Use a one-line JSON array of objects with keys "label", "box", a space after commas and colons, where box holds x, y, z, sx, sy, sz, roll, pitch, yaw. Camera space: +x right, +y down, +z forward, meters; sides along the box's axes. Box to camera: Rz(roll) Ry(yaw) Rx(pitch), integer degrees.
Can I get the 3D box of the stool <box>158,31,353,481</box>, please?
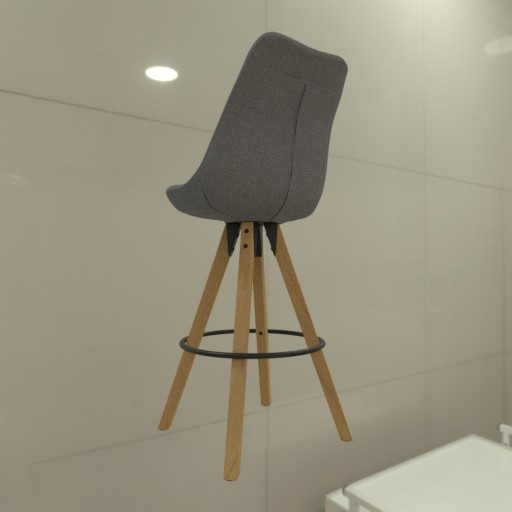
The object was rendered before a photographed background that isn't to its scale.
[{"label": "stool", "box": [0.000, 0.000, 1.379, 0.485, 1.115, 0.550, 1, -1, -36]}]
